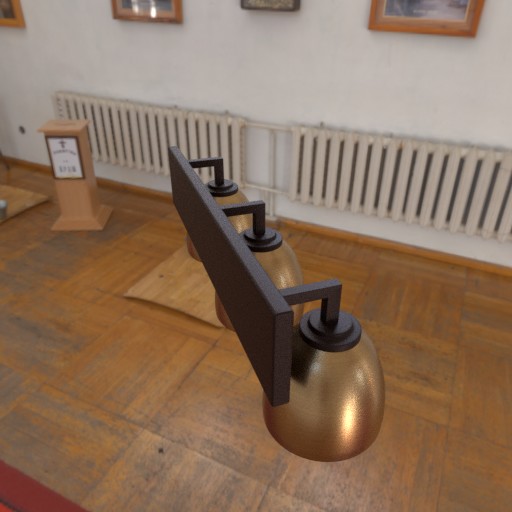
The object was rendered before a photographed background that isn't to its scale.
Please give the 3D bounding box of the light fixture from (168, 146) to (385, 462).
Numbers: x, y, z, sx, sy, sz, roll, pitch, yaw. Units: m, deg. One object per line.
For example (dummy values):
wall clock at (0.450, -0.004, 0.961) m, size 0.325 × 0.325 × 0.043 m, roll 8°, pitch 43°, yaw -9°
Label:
light fixture at (0.000, 0.000, 0.669) m, size 0.157 × 0.204 × 0.582 m, roll -10°, pitch 31°, yaw -17°
